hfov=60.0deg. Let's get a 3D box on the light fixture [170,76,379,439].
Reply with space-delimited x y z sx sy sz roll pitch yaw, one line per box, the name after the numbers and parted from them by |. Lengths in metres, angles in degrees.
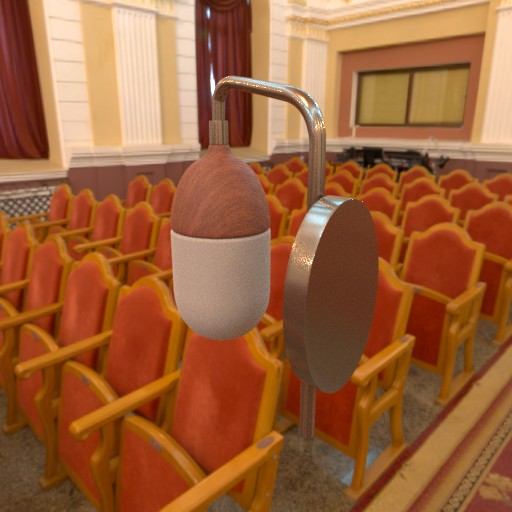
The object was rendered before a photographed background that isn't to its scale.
0.000 0.000 0.447 0.108 0.343 0.216 -16 22 -42 | light fixture
